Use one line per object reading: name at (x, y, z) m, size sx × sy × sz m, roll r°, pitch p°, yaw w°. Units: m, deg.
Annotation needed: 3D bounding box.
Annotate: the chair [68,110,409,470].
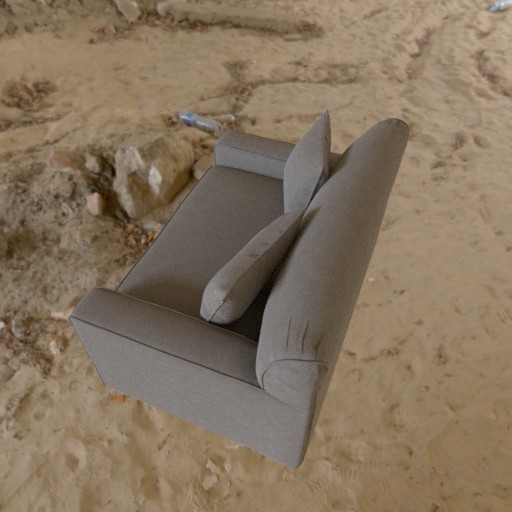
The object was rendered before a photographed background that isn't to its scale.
chair at (0.000, 0.000, 2.035) m, size 0.992 × 0.953 × 1.395 m, roll 17°, pitch 49°, yaw 15°
